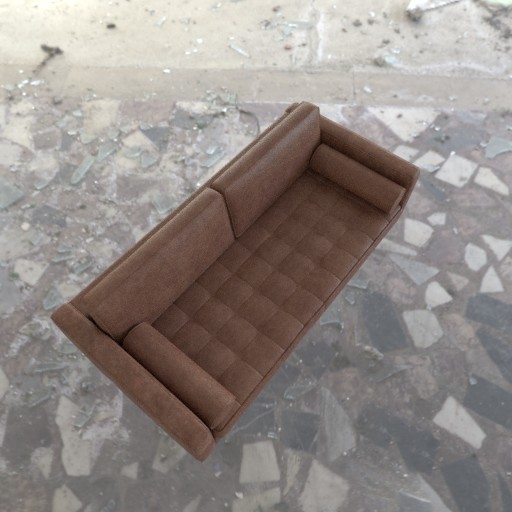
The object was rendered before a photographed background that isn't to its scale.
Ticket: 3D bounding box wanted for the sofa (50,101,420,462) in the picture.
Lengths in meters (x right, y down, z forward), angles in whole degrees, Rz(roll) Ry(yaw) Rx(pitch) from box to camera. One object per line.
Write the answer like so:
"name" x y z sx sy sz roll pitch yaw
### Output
"sofa" 0.000 0.000 2.366 0.910 0.760 1.870 35 65 19
